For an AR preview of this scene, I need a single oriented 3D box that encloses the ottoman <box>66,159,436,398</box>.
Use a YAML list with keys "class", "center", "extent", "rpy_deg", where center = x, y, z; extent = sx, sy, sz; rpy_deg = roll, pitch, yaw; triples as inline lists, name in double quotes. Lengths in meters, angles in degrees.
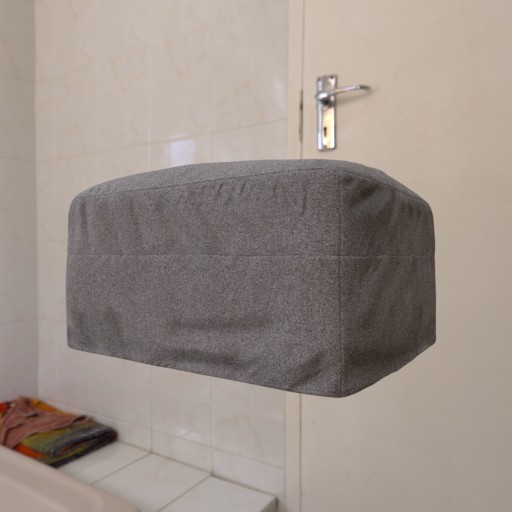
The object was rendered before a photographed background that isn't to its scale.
- class: "ottoman"
  center: [0.000, 0.000, 1.224]
  extent: [0.837, 0.481, 0.683]
  rpy_deg: [0, 1, 34]
